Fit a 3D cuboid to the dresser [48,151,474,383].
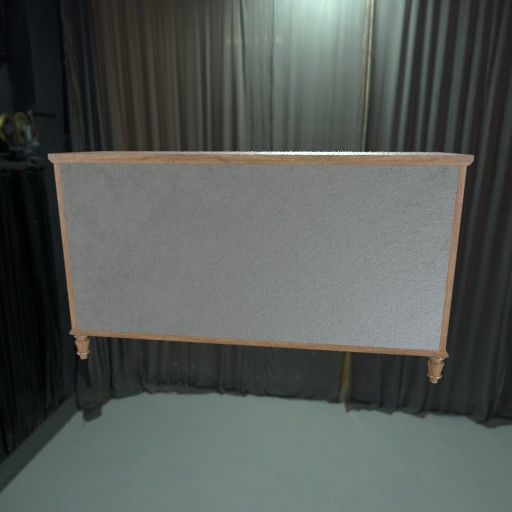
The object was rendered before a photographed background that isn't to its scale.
[{"bbox_3d":[0.000,0.000,1.969,1.583,0.892,0.468,2,15,8],"label":"dresser"}]
